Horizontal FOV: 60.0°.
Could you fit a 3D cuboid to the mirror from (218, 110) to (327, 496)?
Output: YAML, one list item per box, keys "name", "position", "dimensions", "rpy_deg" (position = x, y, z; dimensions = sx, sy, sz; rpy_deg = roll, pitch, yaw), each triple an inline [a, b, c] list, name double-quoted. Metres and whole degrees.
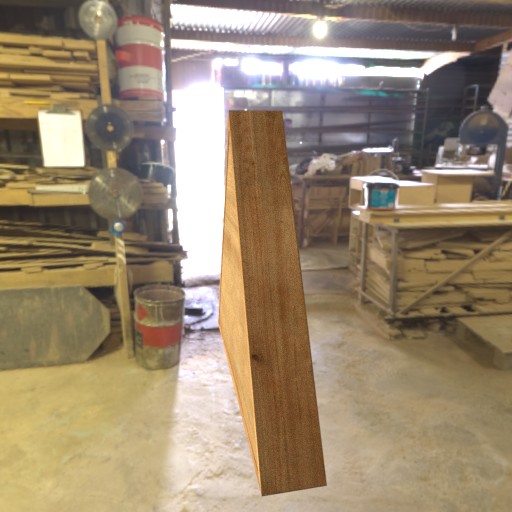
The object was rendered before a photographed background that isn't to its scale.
- name: "mirror"
  position: [0.000, 0.000, 0.877]
  dimensions: [0.100, 0.548, 0.631]
  rpy_deg: [-3, 15, -10]
